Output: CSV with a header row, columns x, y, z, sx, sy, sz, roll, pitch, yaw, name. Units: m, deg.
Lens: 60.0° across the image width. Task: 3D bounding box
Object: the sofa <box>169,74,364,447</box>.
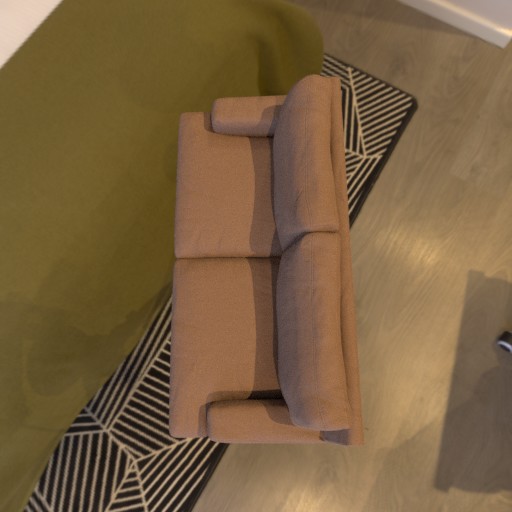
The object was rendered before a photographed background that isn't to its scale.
x,y,z,sx,sy,sz,roll,pitch,yaw,name
0.000,0.000,2.893,1.140,0.950,2.274,-1,76,0,sofa
